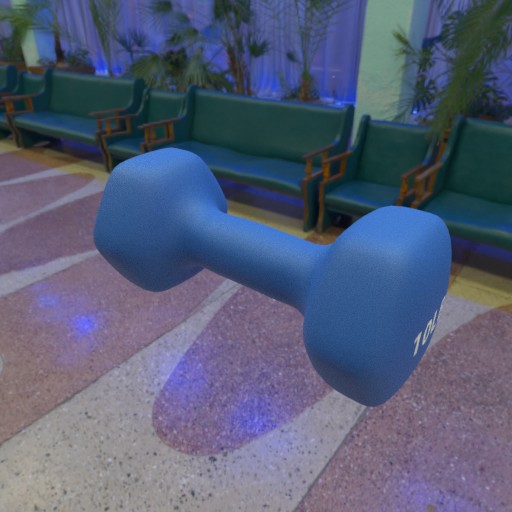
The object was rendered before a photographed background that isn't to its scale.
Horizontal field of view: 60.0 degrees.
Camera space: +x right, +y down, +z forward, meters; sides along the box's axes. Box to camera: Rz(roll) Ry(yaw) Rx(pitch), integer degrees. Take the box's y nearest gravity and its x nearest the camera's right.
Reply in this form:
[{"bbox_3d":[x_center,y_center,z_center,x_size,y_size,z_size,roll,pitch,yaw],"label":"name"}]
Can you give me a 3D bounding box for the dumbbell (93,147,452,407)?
[{"bbox_3d":[0.000,0.000,0.267,0.212,0.093,0.103,22,36,33],"label":"dumbbell"}]
